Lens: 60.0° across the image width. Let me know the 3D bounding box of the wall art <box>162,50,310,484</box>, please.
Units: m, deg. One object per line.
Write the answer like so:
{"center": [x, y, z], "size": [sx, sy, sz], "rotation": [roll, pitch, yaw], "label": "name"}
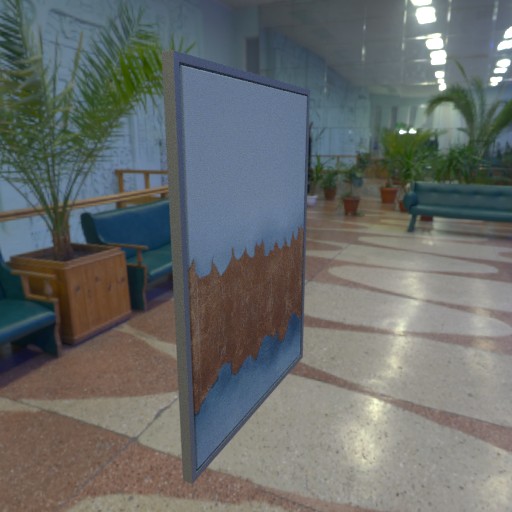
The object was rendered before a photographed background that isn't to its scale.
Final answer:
{"center": [0.000, 0.000, 1.371], "size": [0.034, 1.042, 0.789], "rotation": [7, 16, 26], "label": "wall art"}
